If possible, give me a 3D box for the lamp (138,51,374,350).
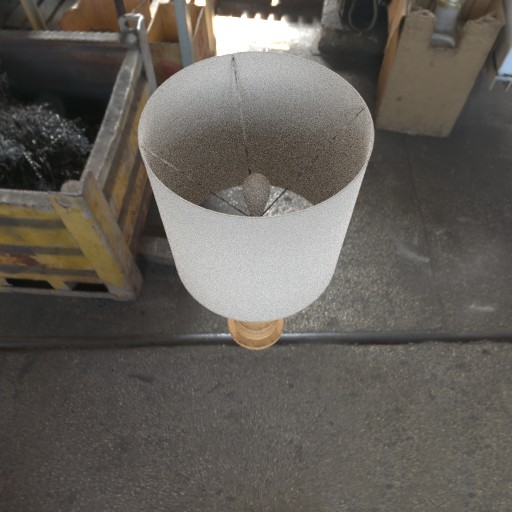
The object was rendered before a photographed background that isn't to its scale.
[{"bbox_3d":[0.000,0.000,0.589,0.208,0.455,0.208,-30,63,-17],"label":"lamp"}]
